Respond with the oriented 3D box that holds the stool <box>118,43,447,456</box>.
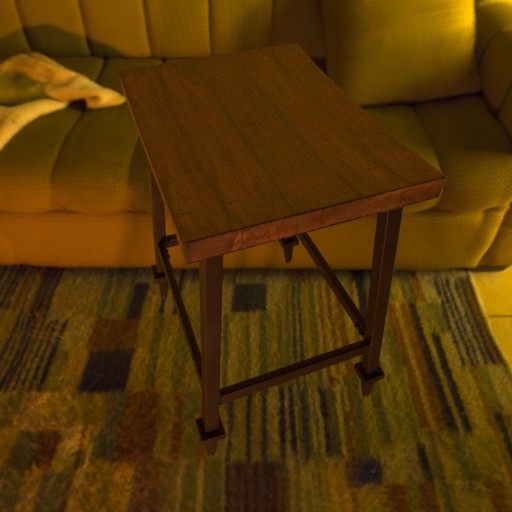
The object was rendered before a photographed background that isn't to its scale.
[{"bbox_3d":[0.000,0.000,0.903,0.405,0.625,0.486,-15,48,-14],"label":"stool"}]
